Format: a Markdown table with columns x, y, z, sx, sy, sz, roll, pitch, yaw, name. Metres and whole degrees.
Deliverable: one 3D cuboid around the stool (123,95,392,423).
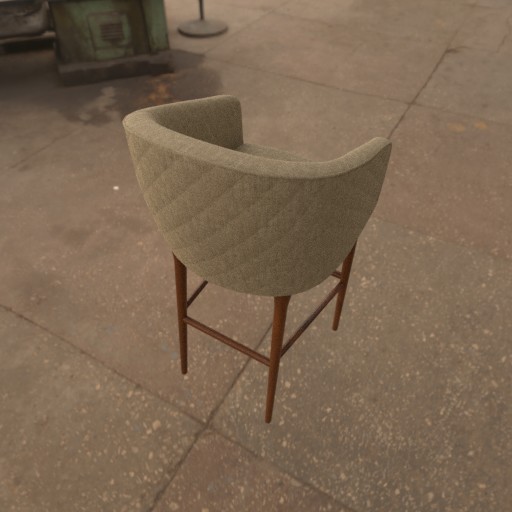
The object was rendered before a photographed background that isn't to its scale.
| x | y | z | sx | sy | sz | roll | pitch | yaw | name |
| --- | --- | --- | --- | --- | --- | --- | --- | --- | --- |
| 0.000 | 0.000 | 1.404 | 0.559 | 1.078 | 0.607 | 23 | 49 | 22 | stool |
